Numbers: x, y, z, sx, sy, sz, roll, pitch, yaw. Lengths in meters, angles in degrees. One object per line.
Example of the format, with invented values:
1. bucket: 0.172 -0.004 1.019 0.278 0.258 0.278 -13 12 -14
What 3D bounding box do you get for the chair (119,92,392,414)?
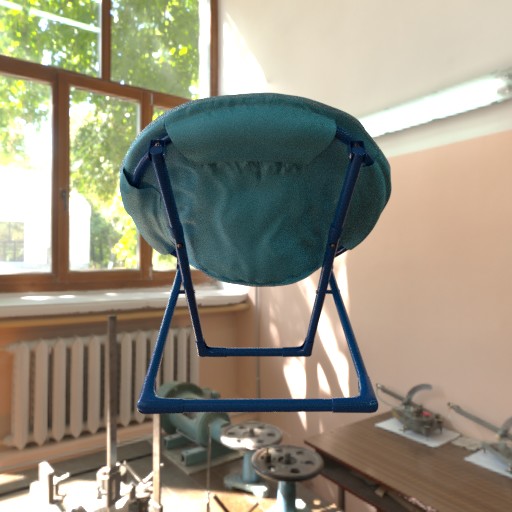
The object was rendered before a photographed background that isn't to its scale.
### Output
1. chair: 0.000 0.000 0.877 0.520 0.478 0.465 0 -1 -1
